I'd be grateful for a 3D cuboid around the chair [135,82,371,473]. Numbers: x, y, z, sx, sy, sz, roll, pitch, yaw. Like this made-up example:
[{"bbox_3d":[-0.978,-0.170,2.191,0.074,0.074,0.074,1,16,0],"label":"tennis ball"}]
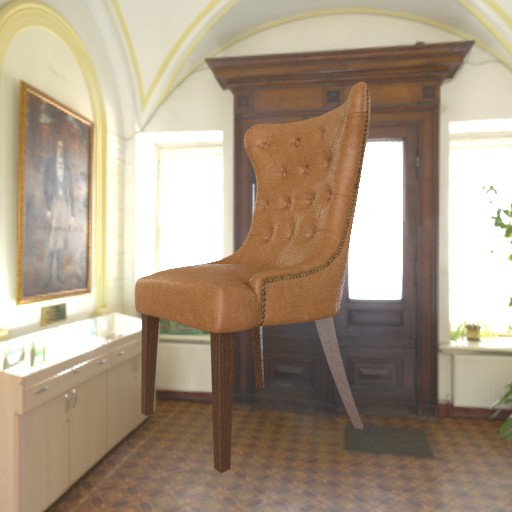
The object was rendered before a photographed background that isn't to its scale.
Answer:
[{"bbox_3d":[0.000,0.000,1.456,0.669,1.065,0.611,0,0,-36],"label":"chair"}]
